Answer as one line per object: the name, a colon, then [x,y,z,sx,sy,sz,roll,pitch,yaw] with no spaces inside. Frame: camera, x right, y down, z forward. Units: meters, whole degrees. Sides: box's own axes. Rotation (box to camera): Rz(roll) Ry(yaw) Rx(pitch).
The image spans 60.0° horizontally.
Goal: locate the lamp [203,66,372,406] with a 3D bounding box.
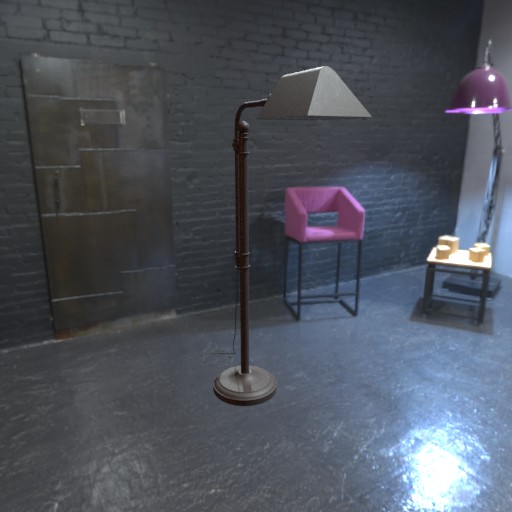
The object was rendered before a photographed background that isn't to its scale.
lamp: [0.000,0.000,0.963,0.159,0.708,0.545,-8,17,-27]
